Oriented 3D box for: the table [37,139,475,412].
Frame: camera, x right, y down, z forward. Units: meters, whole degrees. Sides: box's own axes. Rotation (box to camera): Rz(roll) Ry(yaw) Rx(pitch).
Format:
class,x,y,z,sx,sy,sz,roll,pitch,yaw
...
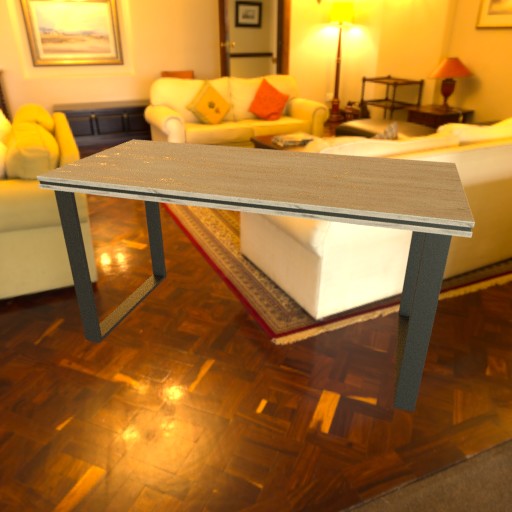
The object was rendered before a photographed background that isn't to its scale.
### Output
class,x,y,z,sx,sy,sz,roll,pitch,yaw
table,0.000,0.000,2.253,1.778,0.899,0.795,8,28,16
